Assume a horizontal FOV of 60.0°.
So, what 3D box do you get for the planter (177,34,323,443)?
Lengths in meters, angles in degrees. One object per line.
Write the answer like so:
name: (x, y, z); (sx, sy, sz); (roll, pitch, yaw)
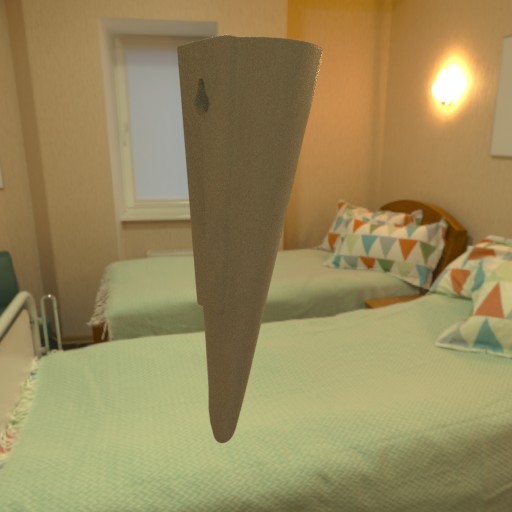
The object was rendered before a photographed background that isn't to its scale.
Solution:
planter: (0.000, 0.000, 0.224); (0.064, 0.191, 0.057); (-15, 21, -43)
